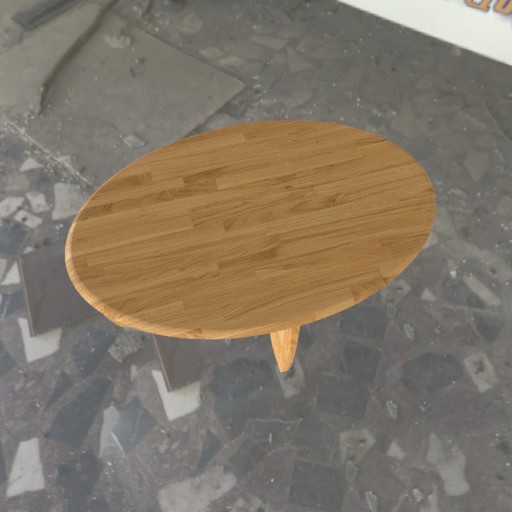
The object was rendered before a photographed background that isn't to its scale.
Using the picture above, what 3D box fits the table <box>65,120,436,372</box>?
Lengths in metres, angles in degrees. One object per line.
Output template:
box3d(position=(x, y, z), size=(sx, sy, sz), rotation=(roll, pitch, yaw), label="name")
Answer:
box3d(position=(0.000, 0.000, 1.419), size=(1.040, 0.490, 0.690), rotation=(-14, 60, -8), label="table")
